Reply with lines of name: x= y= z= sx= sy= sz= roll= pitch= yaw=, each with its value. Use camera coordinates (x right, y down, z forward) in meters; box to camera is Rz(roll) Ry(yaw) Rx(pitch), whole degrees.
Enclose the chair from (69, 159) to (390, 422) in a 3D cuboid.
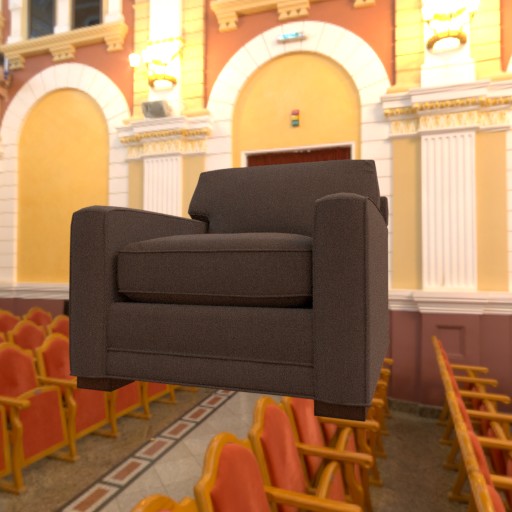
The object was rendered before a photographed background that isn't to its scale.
chair: x=0.000 y=0.000 z=1.814 sx=0.997 sy=0.913 sz=1.043 roll=0 pitch=-1 yaw=19
